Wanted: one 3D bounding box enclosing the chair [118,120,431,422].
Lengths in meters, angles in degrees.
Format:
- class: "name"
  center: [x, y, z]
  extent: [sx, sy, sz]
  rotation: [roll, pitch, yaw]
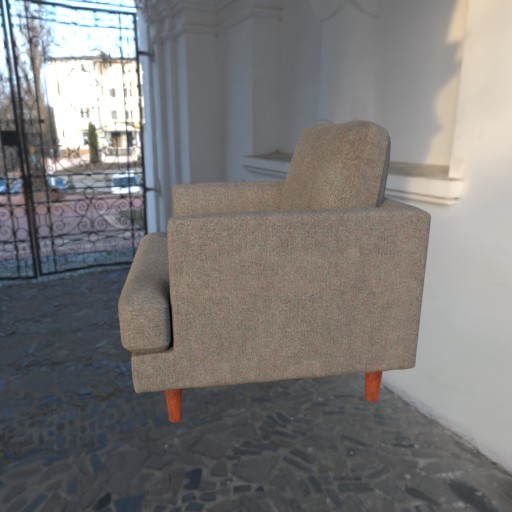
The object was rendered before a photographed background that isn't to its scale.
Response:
- class: "chair"
  center: [0.000, 0.000, 1.644]
  extent: [0.899, 0.957, 0.858]
  rotation: [-3, 16, -9]
